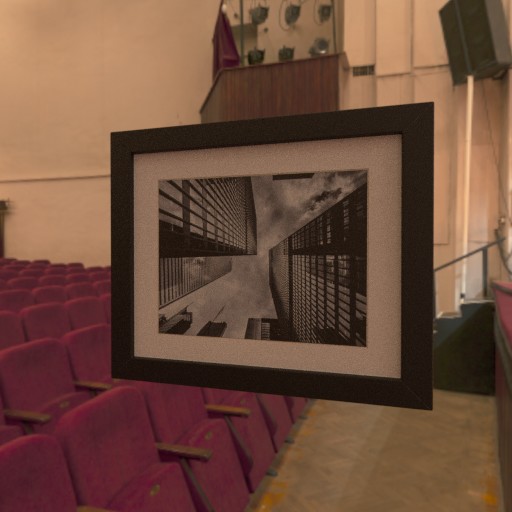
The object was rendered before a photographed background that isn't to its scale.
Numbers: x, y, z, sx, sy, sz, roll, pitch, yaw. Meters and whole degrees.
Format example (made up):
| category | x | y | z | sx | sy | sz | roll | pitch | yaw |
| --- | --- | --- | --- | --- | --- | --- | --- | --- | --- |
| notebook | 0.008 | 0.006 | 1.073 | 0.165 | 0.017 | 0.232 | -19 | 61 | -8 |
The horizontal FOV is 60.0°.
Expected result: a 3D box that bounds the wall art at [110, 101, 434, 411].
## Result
| category | x | y | z | sx | sy | sz | roll | pitch | yaw |
| --- | --- | --- | --- | --- | --- | --- | --- | --- | --- |
| wall art | 0.000 | 0.000 | 0.748 | 0.558 | 0.457 | 0.031 | 0 | 1 | 18 |
